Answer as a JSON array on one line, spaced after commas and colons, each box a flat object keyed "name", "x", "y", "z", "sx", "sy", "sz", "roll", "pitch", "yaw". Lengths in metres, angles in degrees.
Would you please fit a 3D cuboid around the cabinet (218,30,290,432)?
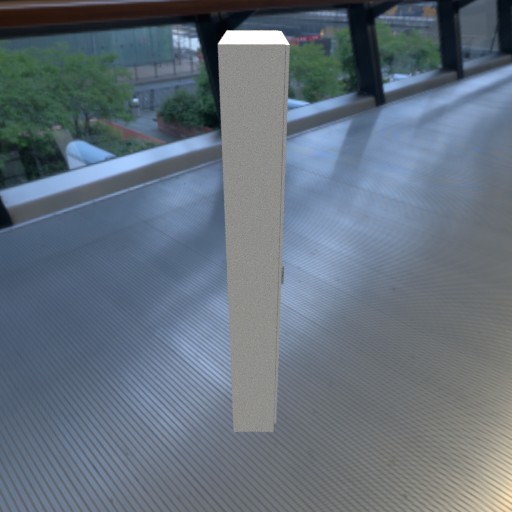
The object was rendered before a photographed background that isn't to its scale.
[{"name": "cabinet", "x": 0.000, "y": 0.000, "z": 2.010, "sx": 0.230, "sy": 1.790, "sz": 0.500, "roll": 0, "pitch": 31, "yaw": 0}]
